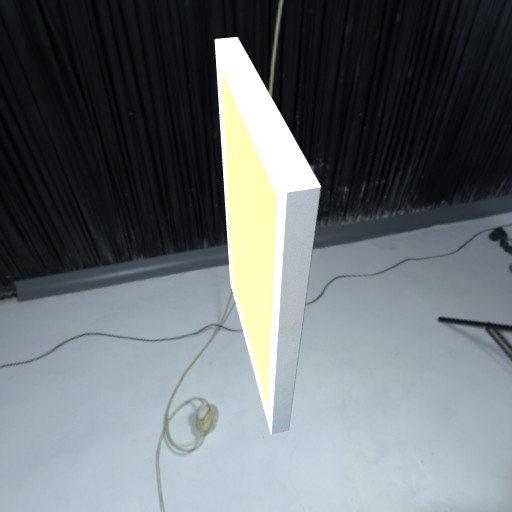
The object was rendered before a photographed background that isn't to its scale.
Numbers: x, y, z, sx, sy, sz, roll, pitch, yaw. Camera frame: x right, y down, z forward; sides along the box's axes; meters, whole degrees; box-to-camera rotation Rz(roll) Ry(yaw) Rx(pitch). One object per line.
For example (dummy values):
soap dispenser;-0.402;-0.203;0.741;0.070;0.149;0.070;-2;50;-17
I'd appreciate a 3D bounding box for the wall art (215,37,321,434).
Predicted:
wall art;0.000;0.000;0.805;0.038;0.611;0.408;-10;47;-9
